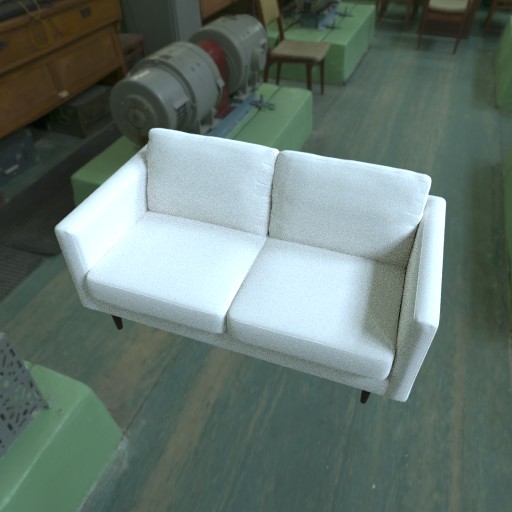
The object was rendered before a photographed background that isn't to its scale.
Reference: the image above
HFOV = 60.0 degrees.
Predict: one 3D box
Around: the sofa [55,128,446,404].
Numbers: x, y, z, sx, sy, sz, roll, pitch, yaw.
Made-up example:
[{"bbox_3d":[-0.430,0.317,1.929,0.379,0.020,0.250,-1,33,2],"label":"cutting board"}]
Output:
[{"bbox_3d":[0.000,0.000,2.283,1.713,0.893,0.940,13,44,14],"label":"sofa"}]
